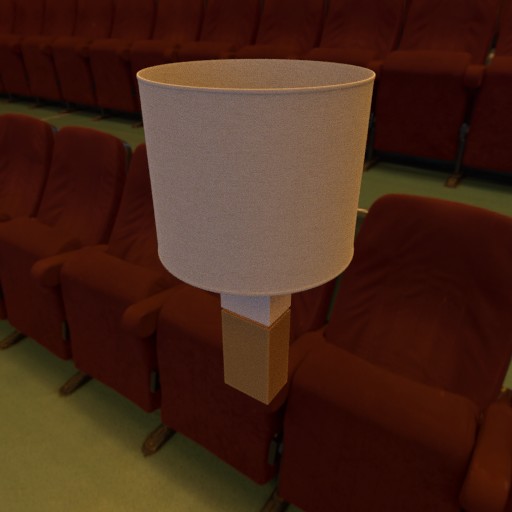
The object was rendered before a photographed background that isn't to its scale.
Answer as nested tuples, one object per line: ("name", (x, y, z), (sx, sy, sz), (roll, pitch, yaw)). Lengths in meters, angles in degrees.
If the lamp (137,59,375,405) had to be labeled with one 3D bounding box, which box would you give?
("lamp", (0.000, 0.000, 0.537), (0.229, 0.417, 0.229), (18, 34, 29))
